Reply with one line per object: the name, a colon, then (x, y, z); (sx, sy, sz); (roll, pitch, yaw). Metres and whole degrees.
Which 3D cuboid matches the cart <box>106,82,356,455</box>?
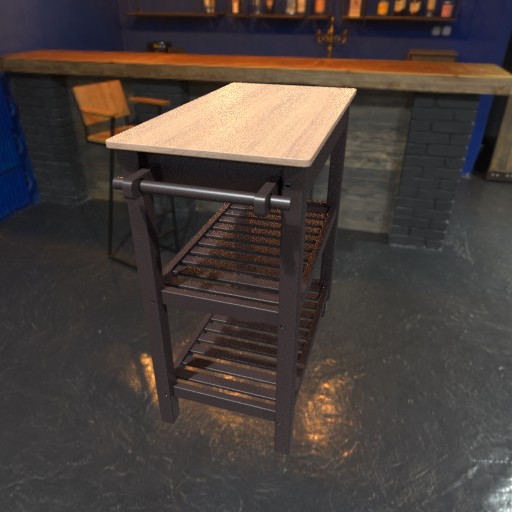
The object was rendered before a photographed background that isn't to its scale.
cart: (0.000, 0.000, 1.459); (0.457, 0.927, 0.899); (9, 31, 15)
